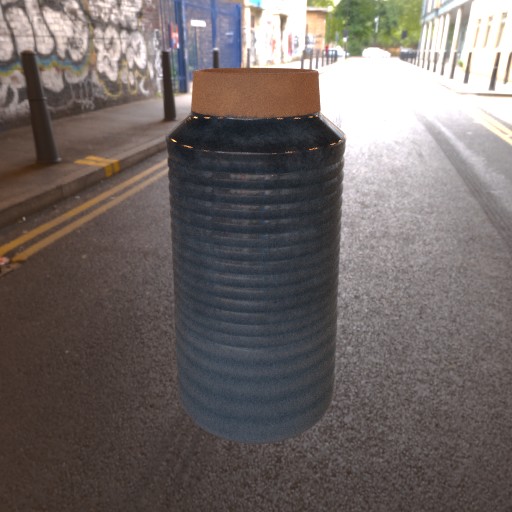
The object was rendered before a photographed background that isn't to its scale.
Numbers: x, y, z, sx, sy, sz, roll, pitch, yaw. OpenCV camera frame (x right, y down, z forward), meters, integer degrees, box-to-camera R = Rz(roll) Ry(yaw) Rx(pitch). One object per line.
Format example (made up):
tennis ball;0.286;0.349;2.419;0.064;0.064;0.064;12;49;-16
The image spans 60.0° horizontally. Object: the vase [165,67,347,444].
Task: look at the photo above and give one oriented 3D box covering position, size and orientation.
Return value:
vase;0.000;0.000;0.408;0.163;0.316;0.163;0;25;0
